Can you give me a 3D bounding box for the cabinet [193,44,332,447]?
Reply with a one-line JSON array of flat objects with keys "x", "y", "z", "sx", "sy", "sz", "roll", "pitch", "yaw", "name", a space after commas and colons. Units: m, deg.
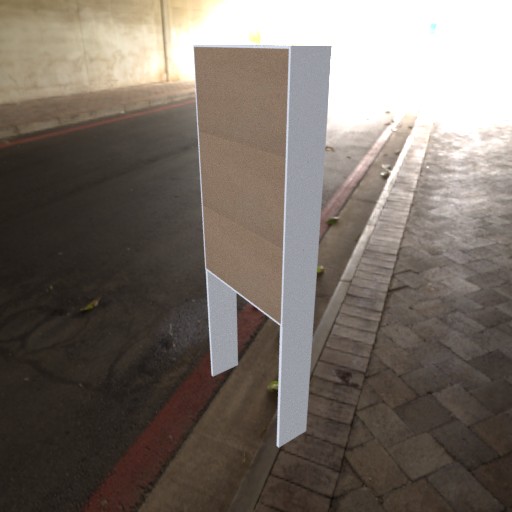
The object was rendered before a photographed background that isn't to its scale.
[{"x": 0.000, "y": 0.000, "z": 2.057, "sx": 0.192, "sy": 1.770, "sz": 0.643, "roll": -17, "pitch": 31, "yaw": -32, "name": "cabinet"}]
